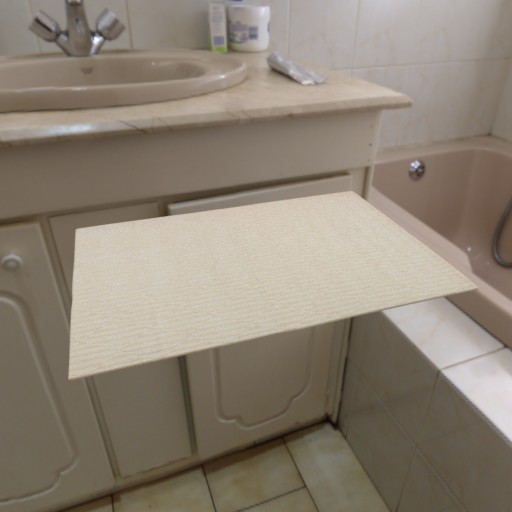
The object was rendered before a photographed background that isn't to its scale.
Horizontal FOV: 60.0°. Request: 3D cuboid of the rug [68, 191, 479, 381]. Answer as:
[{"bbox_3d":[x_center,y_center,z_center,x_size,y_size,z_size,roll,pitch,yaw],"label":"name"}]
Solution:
[{"bbox_3d":[0.000,0.000,2.362,1.848,0.014,1.238,-10,33,-15],"label":"rug"}]
